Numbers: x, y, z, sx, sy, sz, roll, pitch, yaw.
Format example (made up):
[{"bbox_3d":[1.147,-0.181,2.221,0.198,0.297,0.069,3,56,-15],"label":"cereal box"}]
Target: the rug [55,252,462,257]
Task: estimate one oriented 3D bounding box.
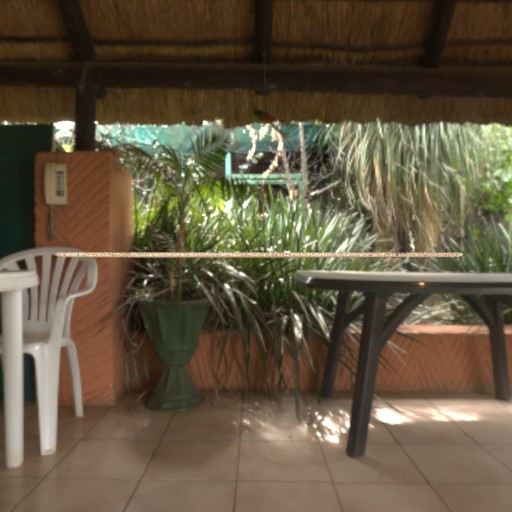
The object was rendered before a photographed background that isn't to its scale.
[{"bbox_3d":[0.000,0.000,4.076,2.399,0.026,3.000,0,0,-1],"label":"rug"}]
